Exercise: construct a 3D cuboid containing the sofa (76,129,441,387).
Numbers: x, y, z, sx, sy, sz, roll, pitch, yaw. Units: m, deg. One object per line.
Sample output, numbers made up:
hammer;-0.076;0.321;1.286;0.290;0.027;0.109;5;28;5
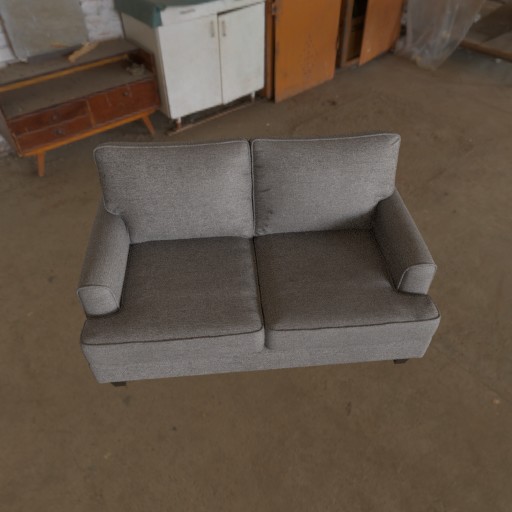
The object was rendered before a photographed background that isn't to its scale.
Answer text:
sofa;0.000;0.000;2.253;1.651;0.965;0.965;-4;45;-4
